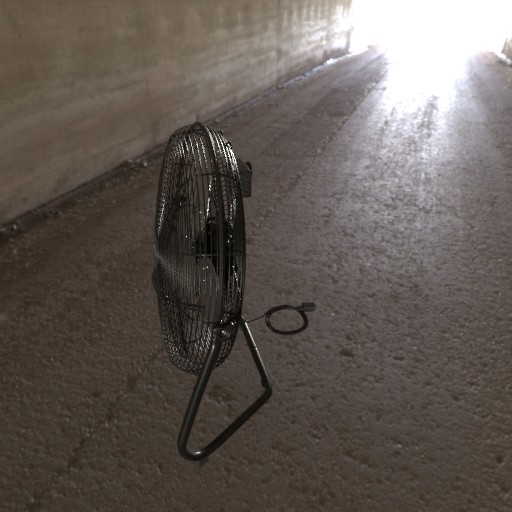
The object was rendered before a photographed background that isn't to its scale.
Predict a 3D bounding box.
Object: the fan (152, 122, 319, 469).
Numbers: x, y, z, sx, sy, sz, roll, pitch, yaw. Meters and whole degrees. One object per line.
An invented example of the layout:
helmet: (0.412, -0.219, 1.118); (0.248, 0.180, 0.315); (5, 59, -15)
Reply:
fan: (0.000, 0.000, 1.012); (0.470, 0.605, 0.595); (-8, 32, -14)
